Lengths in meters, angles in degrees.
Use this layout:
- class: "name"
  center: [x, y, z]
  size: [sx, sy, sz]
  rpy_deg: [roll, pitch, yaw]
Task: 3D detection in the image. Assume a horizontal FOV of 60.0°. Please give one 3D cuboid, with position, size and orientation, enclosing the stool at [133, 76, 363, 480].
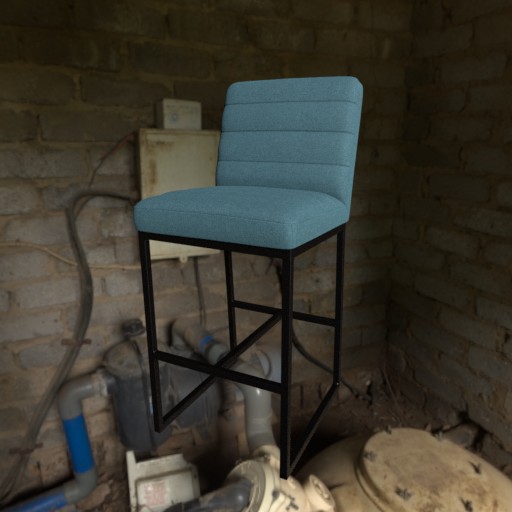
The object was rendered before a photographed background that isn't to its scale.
- class: "stool"
  center: [0.000, 0.000, 1.334]
  size: [0.460, 1.040, 0.560]
  rpy_deg: [8, 18, 26]
